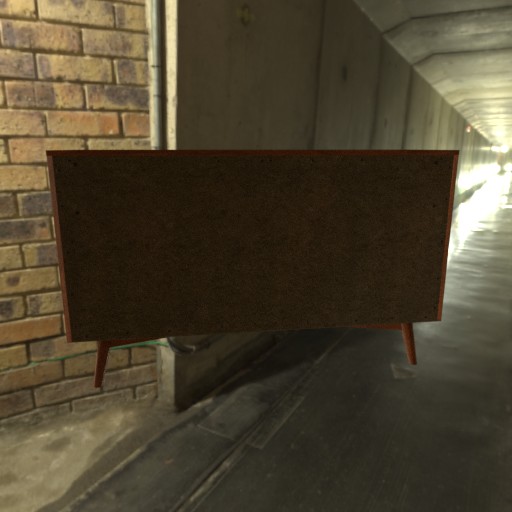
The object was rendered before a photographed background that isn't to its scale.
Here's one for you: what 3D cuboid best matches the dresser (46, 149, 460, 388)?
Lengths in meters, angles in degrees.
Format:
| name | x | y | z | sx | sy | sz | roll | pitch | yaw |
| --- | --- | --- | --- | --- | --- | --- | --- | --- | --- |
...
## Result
| name | x | y | z | sx | sy | sz | roll | pitch | yaw |
| --- | --- | --- | --- | --- | --- | --- | --- | --- | --- |
| dresser | 0.000 | 0.000 | 1.908 | 1.472 | 0.889 | 0.500 | -2 | 14 | -8 |
